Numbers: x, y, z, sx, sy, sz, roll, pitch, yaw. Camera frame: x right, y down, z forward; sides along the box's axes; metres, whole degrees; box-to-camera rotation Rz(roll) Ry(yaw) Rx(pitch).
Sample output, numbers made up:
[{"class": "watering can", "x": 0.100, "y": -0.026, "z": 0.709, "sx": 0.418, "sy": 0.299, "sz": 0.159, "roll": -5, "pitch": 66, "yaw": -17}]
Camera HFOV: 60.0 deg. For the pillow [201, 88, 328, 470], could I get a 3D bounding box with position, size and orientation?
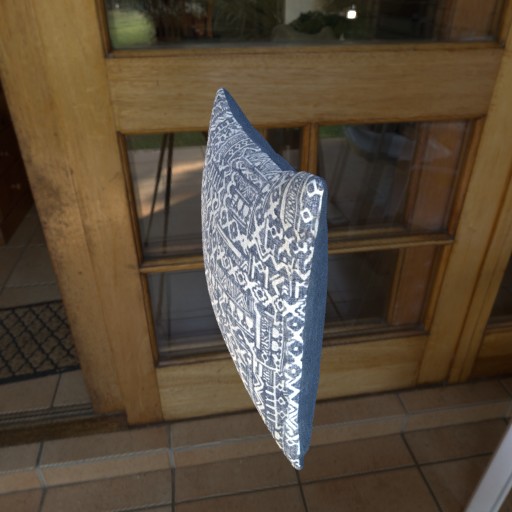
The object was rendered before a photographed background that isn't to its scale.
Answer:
[{"class": "pillow", "x": 0.000, "y": 0.000, "z": 0.797, "sx": 0.180, "sy": 0.487, "sz": 0.546, "roll": -8, "pitch": 32, "yaw": -13}]
